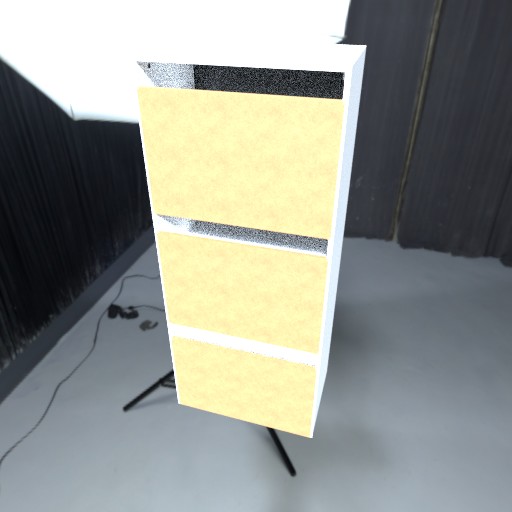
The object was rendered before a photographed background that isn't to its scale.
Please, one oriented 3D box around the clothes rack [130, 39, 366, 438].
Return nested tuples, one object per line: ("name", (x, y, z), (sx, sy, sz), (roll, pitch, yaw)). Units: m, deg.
("clothes rack", (0.000, 0.000, 1.396), (0.500, 1.187, 0.330), (9, 34, 14))
